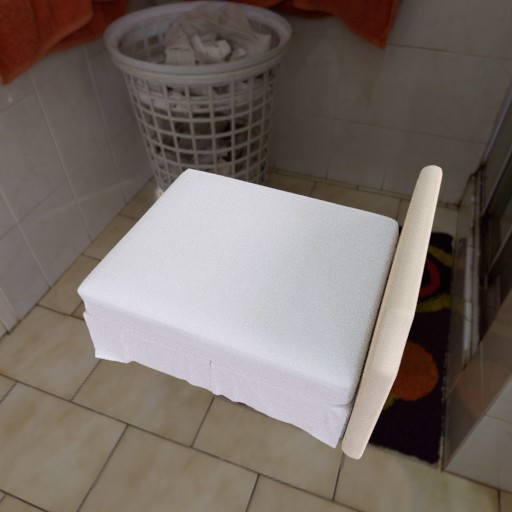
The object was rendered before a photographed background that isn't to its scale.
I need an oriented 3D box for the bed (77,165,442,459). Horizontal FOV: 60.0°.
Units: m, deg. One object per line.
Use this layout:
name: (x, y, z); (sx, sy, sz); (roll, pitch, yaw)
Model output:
bed: (0.000, 0.000, 3.314); (2.209, 1.296, 1.827); (16, 47, 16)
